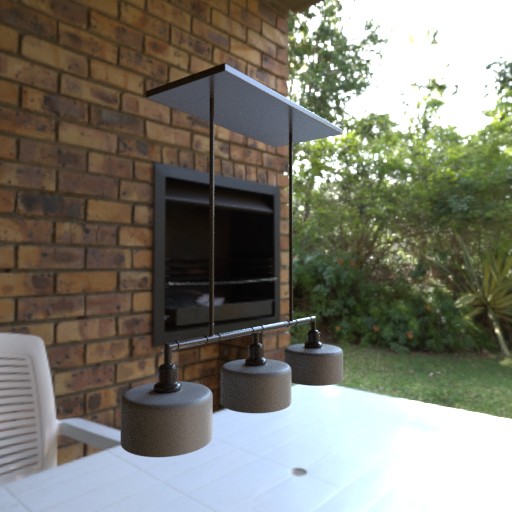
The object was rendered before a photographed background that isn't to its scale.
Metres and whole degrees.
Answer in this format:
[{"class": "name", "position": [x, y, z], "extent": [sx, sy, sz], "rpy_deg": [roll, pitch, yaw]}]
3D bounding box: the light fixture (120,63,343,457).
[{"class": "light fixture", "position": [0.000, 0.000, 0.853], "extent": [0.177, 0.557, 0.582], "rpy_deg": [-1, -2, 37]}]
